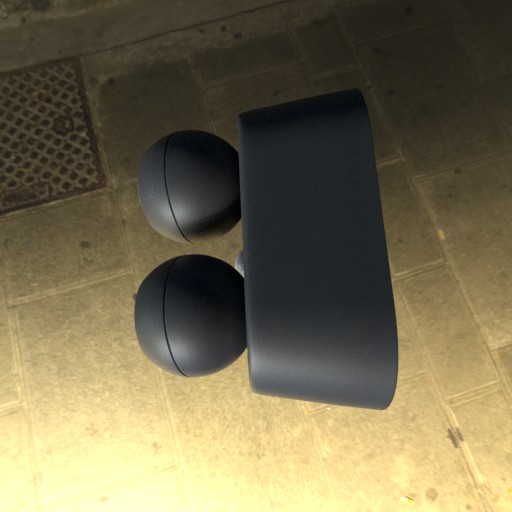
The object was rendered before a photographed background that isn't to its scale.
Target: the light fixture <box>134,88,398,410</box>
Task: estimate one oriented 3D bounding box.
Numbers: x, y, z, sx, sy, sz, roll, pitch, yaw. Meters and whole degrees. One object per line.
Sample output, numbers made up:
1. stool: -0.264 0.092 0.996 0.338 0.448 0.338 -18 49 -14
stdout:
1. light fixture: 0.000 0.000 0.340 0.159 0.159 0.229 -3 75 -1
